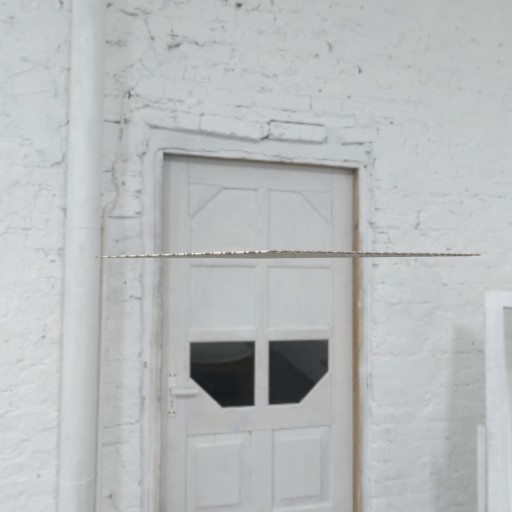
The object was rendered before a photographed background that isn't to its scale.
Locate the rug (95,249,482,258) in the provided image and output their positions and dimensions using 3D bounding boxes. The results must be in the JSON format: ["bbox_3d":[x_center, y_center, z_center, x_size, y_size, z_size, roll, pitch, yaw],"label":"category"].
[{"bbox_3d":[0.000,0.000,3.137,1.563,0.014,2.425,1,-1,-36],"label":"rug"}]
